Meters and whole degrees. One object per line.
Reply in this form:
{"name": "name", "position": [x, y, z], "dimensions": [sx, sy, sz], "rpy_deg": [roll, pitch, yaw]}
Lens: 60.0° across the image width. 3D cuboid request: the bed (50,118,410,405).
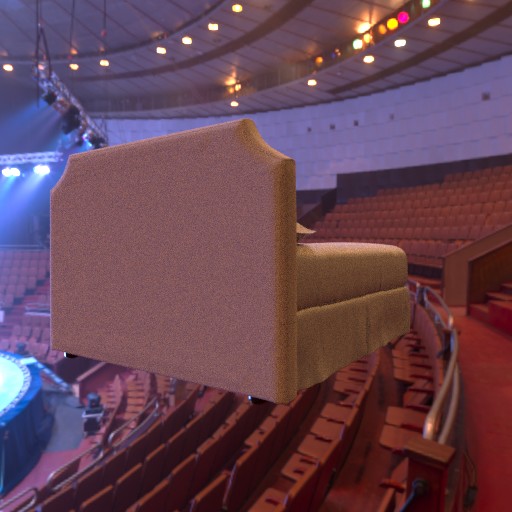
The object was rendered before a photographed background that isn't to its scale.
{"name": "bed", "position": [0.000, 0.000, 3.260], "dimensions": [1.828, 1.297, 2.164], "rpy_deg": [1, 1, 35]}
